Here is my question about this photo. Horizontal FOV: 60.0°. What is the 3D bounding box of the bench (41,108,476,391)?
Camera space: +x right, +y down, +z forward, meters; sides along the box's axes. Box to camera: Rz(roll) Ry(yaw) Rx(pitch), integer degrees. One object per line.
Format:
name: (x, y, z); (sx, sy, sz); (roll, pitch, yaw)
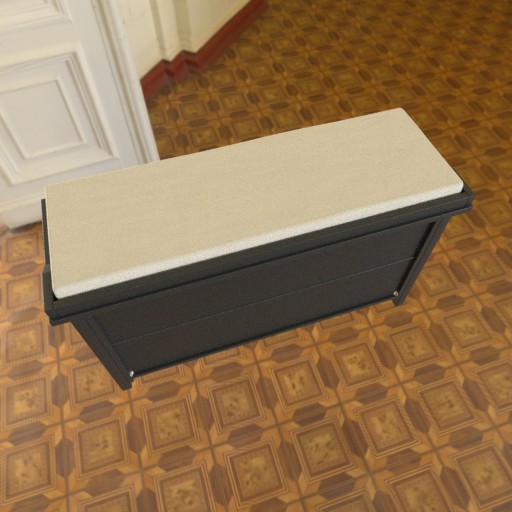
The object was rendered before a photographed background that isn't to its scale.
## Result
bench: (0.000, 0.000, 1.235); (0.973, 0.561, 0.345); (-15, 56, -10)
